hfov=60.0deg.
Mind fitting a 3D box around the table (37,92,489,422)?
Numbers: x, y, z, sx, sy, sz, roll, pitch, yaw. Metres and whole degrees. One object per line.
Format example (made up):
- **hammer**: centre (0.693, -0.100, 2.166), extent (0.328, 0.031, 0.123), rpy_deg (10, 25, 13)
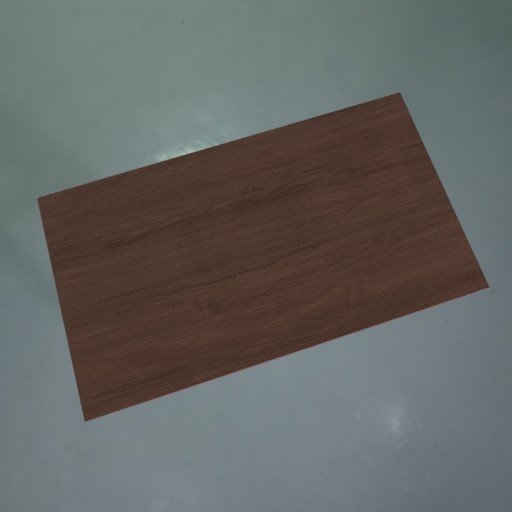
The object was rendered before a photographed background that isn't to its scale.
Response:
- **table**: centre (0.000, 0.000, 1.311), extent (1.020, 0.380, 0.600), rpy_deg (-17, 76, -4)
